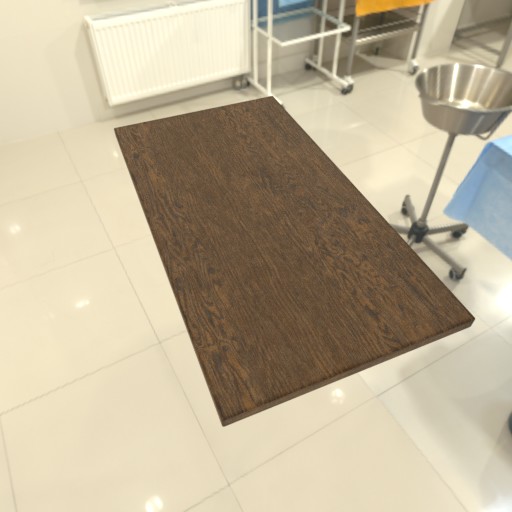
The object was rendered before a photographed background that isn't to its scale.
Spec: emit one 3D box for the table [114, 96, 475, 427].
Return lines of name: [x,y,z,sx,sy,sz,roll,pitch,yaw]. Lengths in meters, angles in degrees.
table: [0.000,0.000,2.544,1.078,0.795,1.989,-17,49,-15]
